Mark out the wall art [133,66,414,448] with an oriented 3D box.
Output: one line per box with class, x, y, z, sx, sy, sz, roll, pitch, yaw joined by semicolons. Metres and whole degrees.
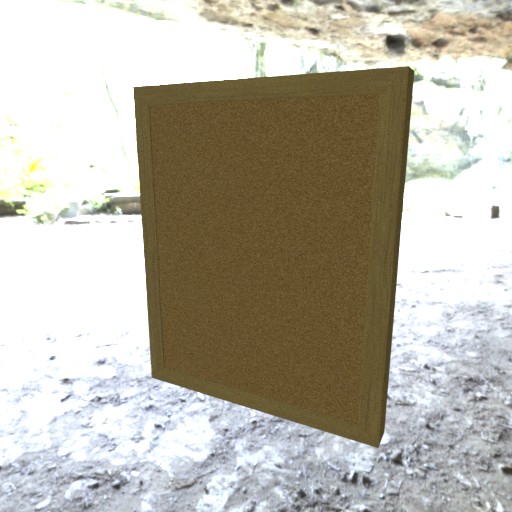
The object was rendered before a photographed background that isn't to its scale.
wall art;0.000;0.000;0.510;0.312;0.380;0.030;8;16;27
